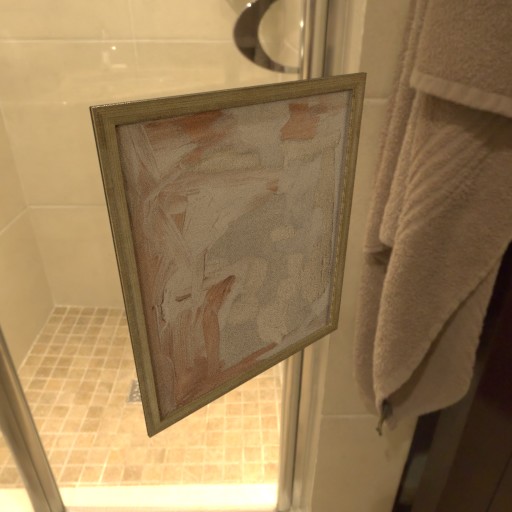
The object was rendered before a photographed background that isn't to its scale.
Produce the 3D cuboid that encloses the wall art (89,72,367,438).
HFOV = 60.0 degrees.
[{"bbox_3d":[0.000,0.000,0.772,0.483,0.559,0.009,-21,36,-33],"label":"wall art"}]
